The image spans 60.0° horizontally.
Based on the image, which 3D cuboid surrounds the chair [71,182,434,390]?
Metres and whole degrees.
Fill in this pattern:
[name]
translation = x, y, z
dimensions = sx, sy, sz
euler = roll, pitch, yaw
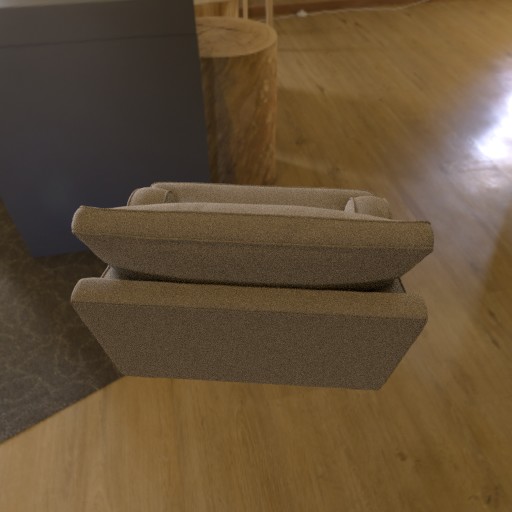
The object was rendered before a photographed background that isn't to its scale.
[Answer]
[chair]
translation = 0.000, 0.000, 2.014
dimensions = 1.220, 1.016, 1.040
euler = 3, 48, 2
